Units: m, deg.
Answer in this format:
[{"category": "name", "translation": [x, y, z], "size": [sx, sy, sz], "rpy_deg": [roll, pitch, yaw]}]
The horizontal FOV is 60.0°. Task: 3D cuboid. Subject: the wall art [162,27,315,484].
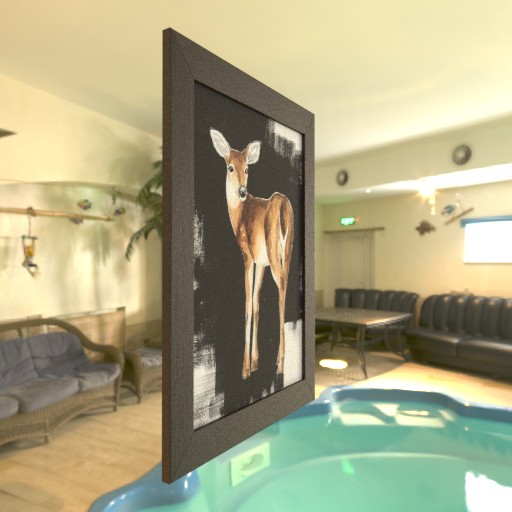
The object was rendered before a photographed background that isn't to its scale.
[{"category": "wall art", "translation": [0.000, 0.000, 0.643], "size": [0.013, 0.508, 0.359], "rpy_deg": [0, -1, 34]}]
